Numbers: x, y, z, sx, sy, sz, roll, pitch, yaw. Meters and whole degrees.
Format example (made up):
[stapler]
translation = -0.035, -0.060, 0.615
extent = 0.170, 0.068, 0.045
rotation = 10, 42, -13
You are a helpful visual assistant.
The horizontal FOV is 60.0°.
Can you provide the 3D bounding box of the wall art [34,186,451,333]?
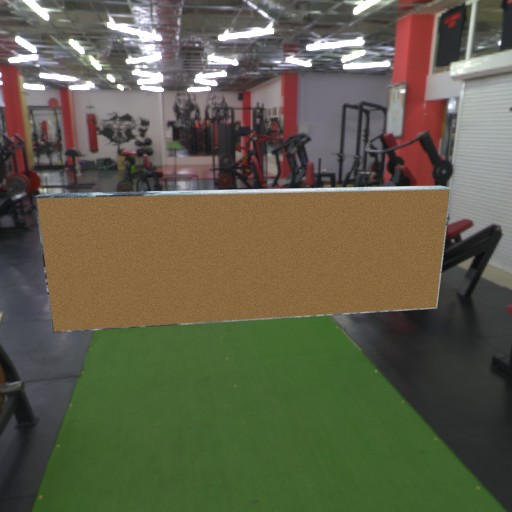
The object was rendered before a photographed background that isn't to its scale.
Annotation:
[wall art]
translation = 0.000, 0.000, 0.851
extent = 0.759, 0.251, 0.037
rotation = -2, 16, -9
